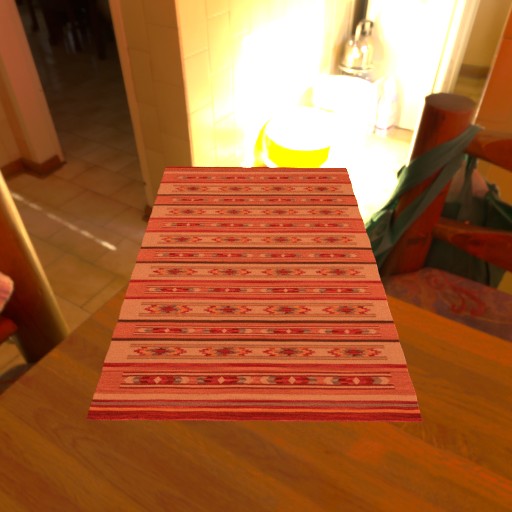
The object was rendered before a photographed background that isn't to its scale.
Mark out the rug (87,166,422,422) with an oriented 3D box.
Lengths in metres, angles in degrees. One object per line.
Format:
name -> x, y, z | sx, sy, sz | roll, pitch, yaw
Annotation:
rug -> 0.000, 0.000, 2.290 | 1.223, 0.008, 1.817 | 0, 41, 0
